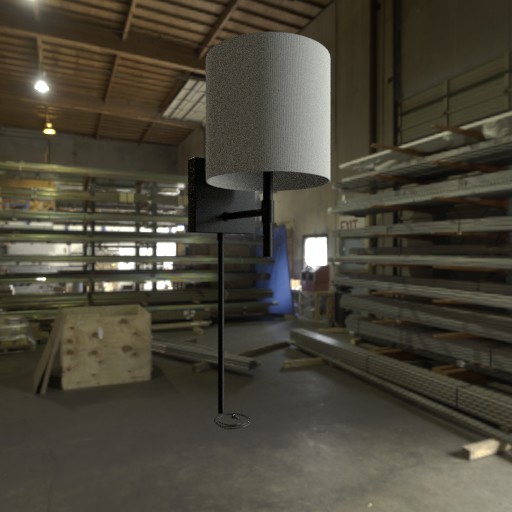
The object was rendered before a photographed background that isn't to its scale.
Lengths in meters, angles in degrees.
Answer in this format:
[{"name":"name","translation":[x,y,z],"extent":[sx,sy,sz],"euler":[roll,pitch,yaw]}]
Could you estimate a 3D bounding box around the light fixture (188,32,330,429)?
[{"name":"light fixture","translation":[0.000,0.000,0.700],"extent":[0.188,0.589,0.248],"euler":[0,0,-37]}]
